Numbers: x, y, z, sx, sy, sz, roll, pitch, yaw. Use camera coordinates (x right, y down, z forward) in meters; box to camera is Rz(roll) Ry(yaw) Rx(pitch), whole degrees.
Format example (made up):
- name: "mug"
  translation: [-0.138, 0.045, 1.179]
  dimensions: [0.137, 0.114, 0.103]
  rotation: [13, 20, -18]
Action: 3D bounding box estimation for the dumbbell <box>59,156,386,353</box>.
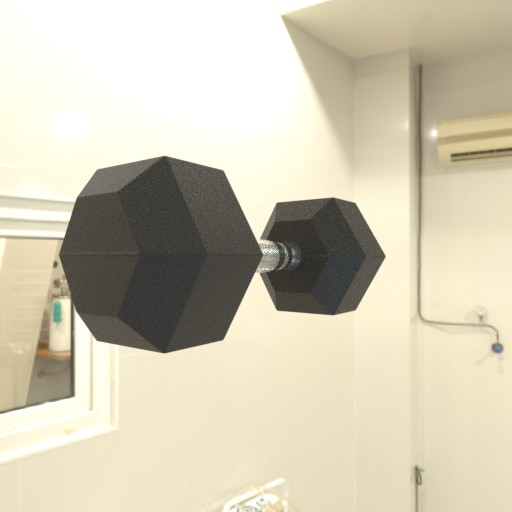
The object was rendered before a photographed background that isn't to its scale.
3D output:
- name: "dumbbell"
  translation: [0.000, 0.000, 0.412]
  dimensions: [0.142, 0.123, 0.337]
  rotation: [0, -1, 36]
